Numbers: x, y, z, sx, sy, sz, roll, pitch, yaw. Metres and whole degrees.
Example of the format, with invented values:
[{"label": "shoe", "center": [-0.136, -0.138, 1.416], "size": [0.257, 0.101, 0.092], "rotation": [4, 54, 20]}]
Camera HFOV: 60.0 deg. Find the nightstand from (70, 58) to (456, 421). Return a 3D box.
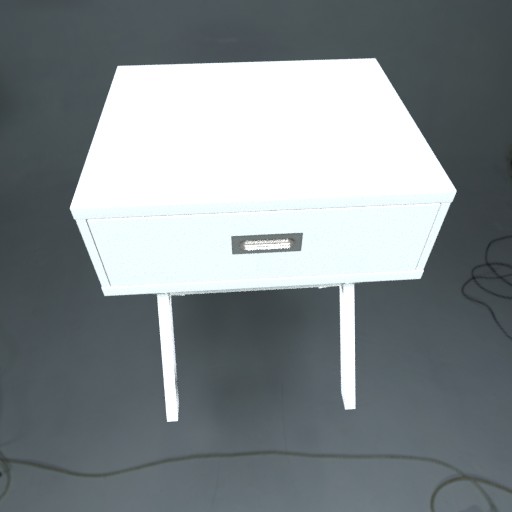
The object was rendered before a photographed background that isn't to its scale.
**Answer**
[{"label": "nightstand", "center": [0.000, 0.000, 0.909], "size": [0.479, 0.623, 0.402], "rotation": [-3, 47, -3]}]
